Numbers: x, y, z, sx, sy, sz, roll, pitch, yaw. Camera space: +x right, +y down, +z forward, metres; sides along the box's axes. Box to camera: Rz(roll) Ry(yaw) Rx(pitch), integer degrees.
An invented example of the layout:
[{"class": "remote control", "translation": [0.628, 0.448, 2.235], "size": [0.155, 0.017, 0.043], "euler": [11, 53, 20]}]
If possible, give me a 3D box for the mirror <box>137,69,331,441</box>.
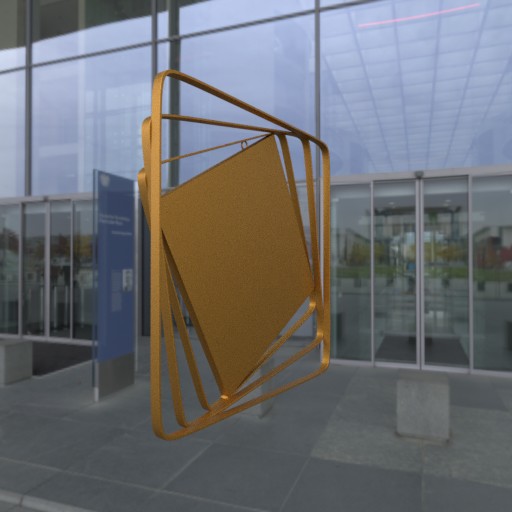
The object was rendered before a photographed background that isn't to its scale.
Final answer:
[{"class": "mirror", "translation": [0.000, 0.000, 0.731], "size": [0.045, 0.468, 0.470], "euler": [0, -1, 35]}]
